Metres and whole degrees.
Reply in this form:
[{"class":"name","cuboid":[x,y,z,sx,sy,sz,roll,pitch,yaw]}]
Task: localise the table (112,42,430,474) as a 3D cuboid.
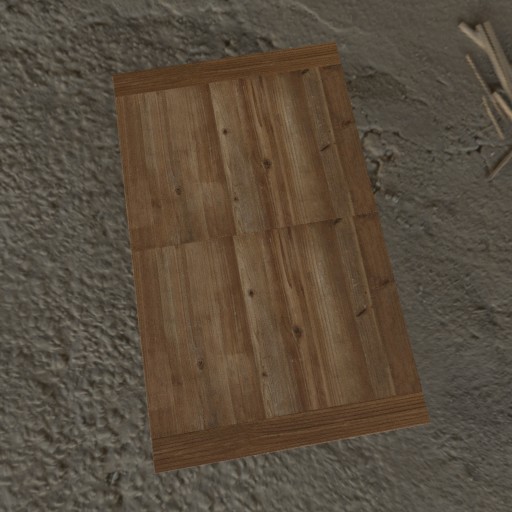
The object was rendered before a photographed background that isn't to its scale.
[{"class":"table","cuboid":[0.000,0.000,1.993,0.922,0.743,1.503,-9,76,-2]}]
